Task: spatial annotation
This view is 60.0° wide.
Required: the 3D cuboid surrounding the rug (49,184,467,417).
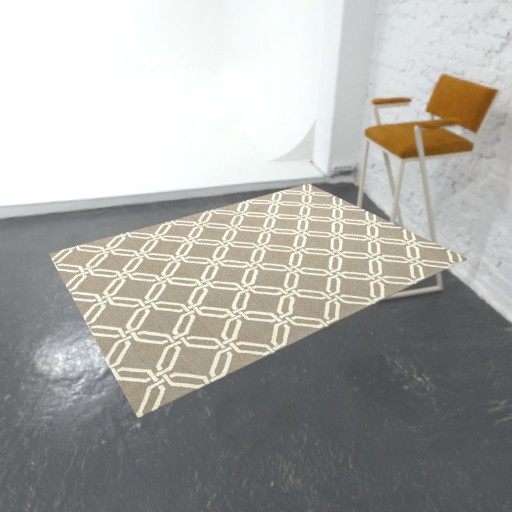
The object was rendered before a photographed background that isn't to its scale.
[{"bbox_3d":[0.000,0.000,4.431,3.419,0.020,2.441,-19,35,-29],"label":"rug"}]
